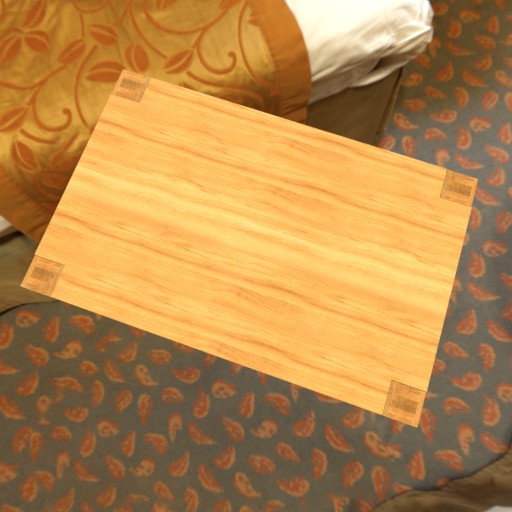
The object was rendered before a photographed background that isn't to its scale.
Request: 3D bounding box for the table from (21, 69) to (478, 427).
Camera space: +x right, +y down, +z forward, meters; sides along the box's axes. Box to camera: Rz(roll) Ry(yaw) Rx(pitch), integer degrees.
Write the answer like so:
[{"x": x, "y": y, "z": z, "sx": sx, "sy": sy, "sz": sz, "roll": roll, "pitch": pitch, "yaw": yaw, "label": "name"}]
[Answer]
[{"x": 0.000, "y": 0.000, "z": 1.930, "sx": 1.400, "sy": 0.760, "sz": 0.900, "roll": 19, "pitch": 77, "yaw": 4, "label": "table"}]
